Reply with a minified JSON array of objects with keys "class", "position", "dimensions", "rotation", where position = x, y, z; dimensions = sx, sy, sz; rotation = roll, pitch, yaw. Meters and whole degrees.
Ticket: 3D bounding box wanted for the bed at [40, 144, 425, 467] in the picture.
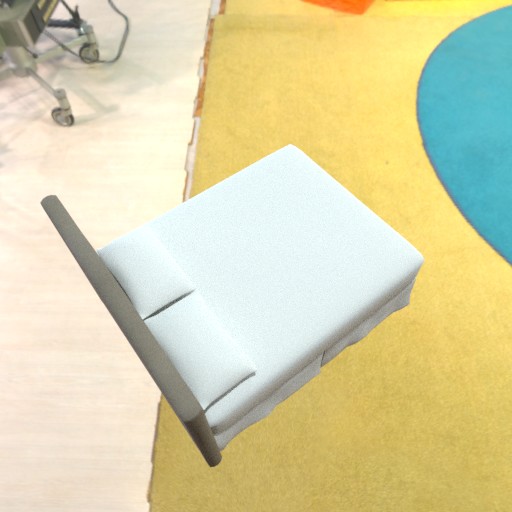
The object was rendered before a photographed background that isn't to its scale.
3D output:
[{"class":"bed","position":[0.000,0.000,3.258],"dimensions":[2.128,1.441,1.744],"rotation":[-33,63,-20]}]
